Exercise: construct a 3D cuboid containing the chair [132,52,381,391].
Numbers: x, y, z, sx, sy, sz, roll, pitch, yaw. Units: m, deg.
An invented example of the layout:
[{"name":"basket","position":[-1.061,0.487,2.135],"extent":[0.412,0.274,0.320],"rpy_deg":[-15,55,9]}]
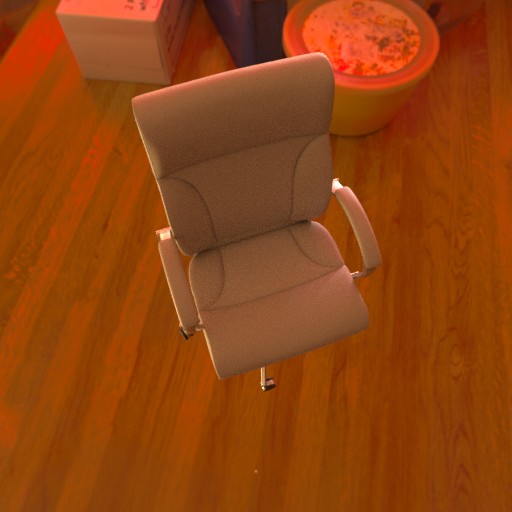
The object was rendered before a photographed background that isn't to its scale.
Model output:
[{"name":"chair","position":[0.000,0.000,1.569],"extent":[0.727,1.099,0.745],"rpy_deg":[-17,65,-8]}]
